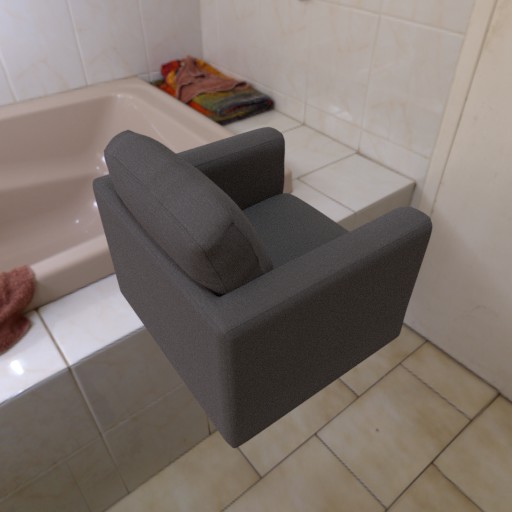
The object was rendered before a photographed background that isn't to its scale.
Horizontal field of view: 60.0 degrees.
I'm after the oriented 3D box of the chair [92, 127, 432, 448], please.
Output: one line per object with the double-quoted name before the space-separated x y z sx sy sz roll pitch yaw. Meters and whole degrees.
"chair" 0.000 0.000 1.580 0.800 0.927 0.854 -25 47 -27
